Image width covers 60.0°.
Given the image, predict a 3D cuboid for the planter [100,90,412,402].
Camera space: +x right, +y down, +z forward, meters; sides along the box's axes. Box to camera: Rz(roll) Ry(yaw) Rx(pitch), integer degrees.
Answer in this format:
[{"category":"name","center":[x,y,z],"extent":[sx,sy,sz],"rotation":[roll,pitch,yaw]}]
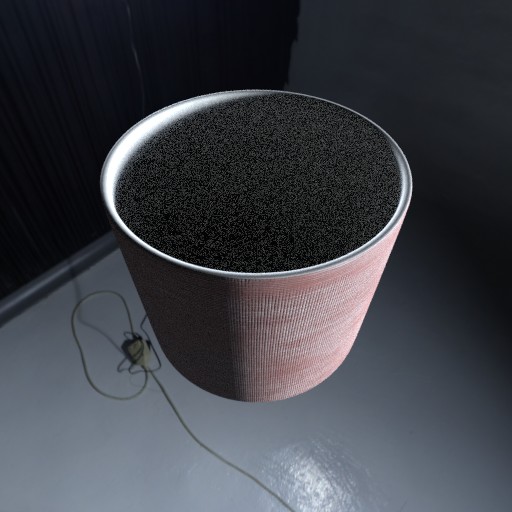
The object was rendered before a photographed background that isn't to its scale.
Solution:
[{"category":"planter","center":[0.000,0.000,0.786],"extent":[0.440,0.398,0.440],"rotation":[0,47,0]}]
